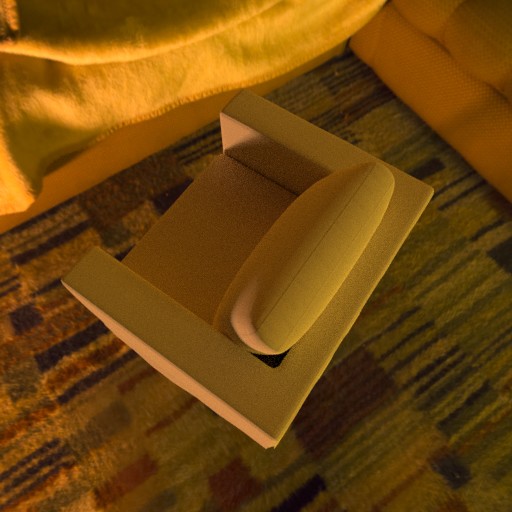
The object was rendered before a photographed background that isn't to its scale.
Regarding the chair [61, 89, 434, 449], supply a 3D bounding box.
[{"bbox_3d":[0.000,0.000,1.824,0.957,0.878,1.150,32,69,14],"label":"chair"}]
